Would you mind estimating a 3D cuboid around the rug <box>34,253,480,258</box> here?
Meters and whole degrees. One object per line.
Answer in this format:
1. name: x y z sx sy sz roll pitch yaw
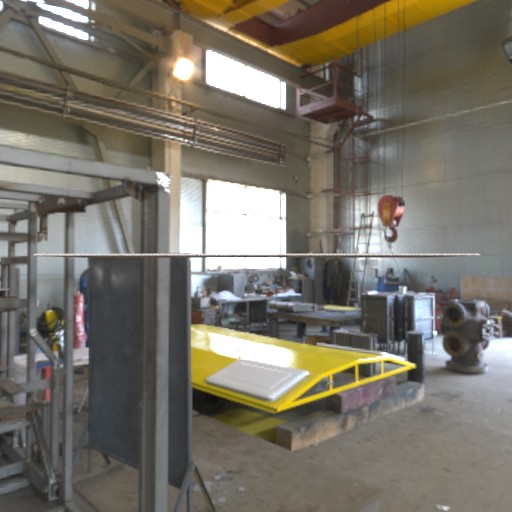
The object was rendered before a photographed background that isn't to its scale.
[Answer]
1. rug: 0.000 0.000 2.080 1.824 0.009 0.562 0 -1 1
